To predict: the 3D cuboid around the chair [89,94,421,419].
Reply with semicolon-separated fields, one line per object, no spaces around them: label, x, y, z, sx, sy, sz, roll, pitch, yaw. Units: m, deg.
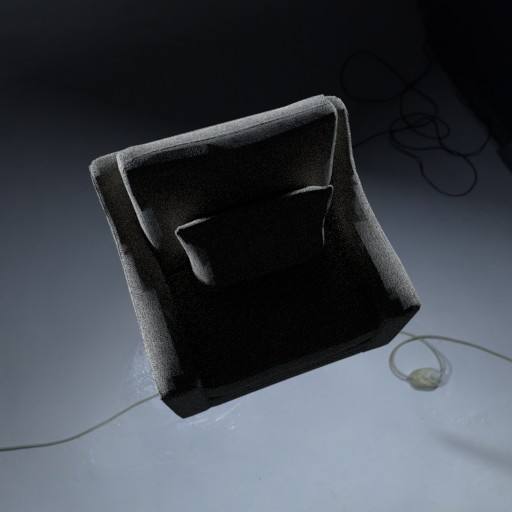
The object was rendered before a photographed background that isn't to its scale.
chair;0.000;0.000;2.000;1.138;1.037;1.009;-18;65;-9
